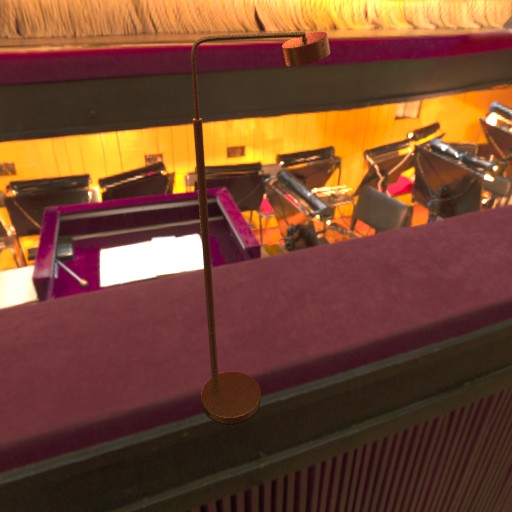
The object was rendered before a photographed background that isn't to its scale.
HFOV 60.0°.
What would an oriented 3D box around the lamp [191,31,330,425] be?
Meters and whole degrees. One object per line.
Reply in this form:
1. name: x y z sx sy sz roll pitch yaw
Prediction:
1. lamp: 0.000 0.000 1.371 0.418 1.230 0.219 -11 33 -17
